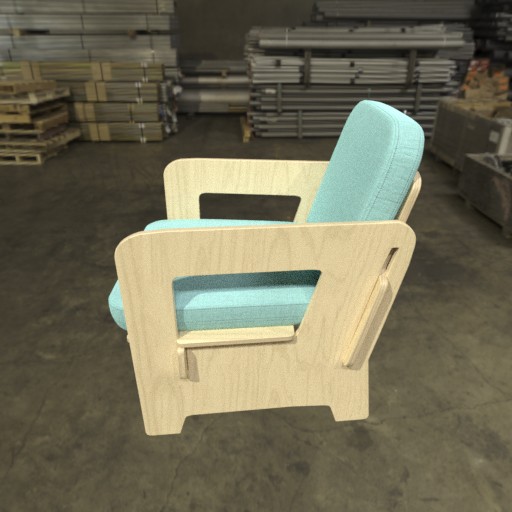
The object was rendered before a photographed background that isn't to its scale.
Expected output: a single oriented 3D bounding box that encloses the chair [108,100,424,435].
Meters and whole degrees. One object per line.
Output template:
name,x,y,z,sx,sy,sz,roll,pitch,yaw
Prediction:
chair,0.000,0.000,1.239,0.710,0.800,0.590,0,27,0
